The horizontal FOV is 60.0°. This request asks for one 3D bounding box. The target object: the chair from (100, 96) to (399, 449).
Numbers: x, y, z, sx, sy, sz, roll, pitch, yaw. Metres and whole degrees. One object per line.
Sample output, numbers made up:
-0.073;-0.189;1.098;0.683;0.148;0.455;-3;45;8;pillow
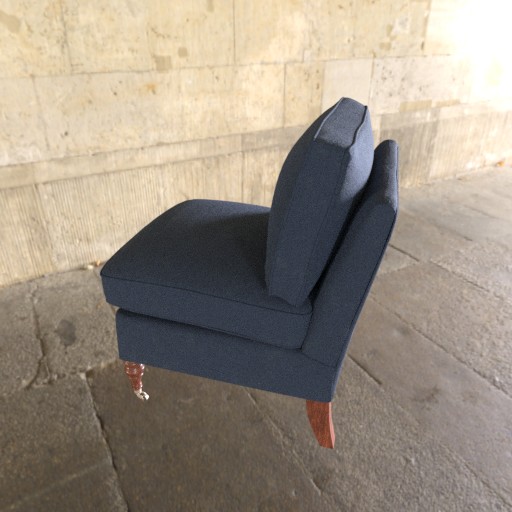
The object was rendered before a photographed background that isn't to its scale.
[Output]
0.000;0.000;1.639;0.912;1.052;0.724;8;29;14;chair
